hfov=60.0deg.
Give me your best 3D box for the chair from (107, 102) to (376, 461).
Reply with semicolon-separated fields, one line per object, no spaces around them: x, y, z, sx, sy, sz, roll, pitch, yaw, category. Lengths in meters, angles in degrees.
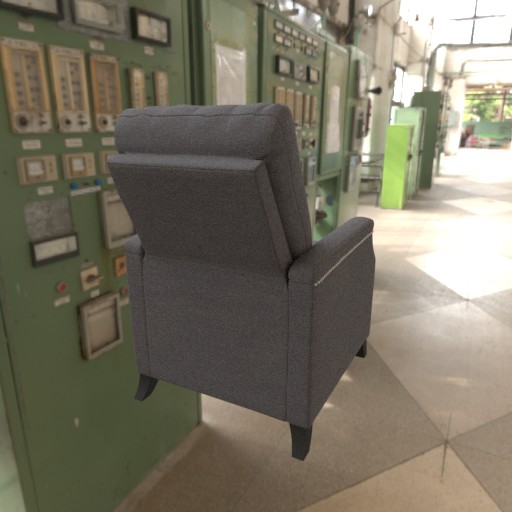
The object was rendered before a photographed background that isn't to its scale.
0.000;0.000;1.649;0.710;1.049;0.922;9;19;27;chair
